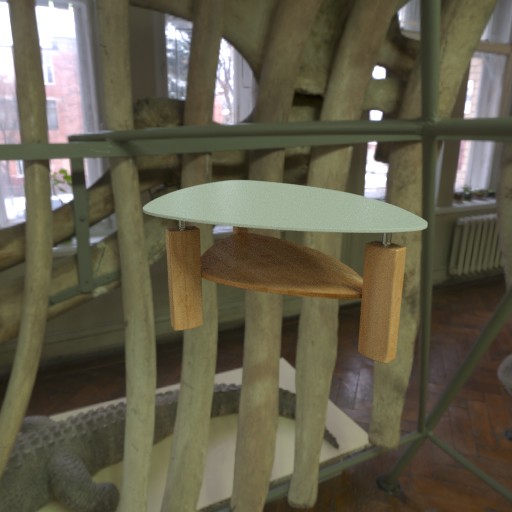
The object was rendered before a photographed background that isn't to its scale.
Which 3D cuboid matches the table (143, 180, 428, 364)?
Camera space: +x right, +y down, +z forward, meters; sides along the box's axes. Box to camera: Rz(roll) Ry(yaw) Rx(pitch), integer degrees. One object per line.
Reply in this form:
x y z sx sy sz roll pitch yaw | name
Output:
0.000 0.000 1.726 0.850 0.440 1.250 -8 18 -26 | table
